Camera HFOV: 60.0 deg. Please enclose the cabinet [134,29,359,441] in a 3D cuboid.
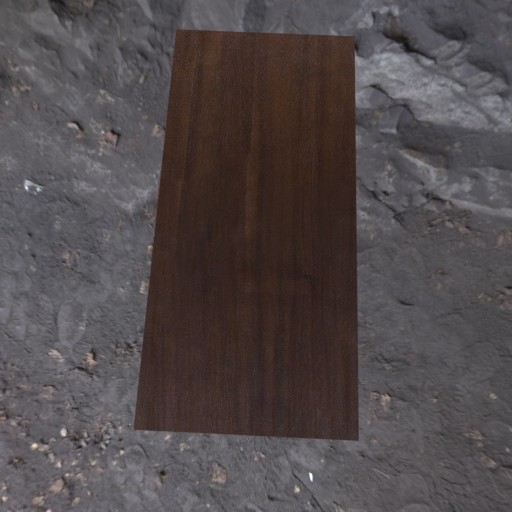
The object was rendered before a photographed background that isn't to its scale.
[{"bbox_3d":[0.000,0.000,1.099,0.354,0.654,0.743,3,76,1],"label":"cabinet"}]
